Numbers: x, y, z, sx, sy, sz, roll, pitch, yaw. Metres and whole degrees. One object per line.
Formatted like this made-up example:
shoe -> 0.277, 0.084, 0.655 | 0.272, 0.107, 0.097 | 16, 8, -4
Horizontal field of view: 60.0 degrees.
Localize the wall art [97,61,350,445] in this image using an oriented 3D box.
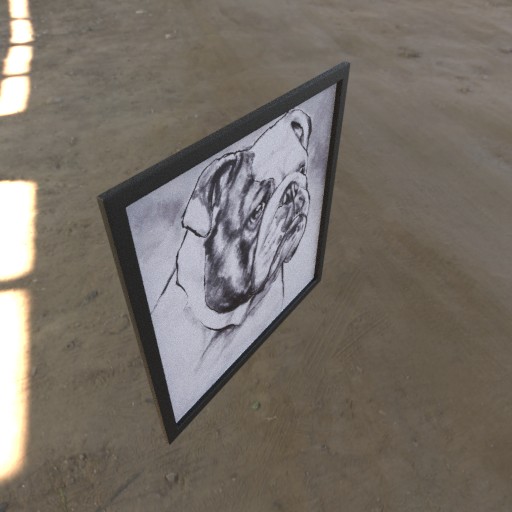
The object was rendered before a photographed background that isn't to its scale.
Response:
wall art -> 0.000, 0.000, 0.979 | 0.016, 0.659, 0.663 | 26, 48, 27
